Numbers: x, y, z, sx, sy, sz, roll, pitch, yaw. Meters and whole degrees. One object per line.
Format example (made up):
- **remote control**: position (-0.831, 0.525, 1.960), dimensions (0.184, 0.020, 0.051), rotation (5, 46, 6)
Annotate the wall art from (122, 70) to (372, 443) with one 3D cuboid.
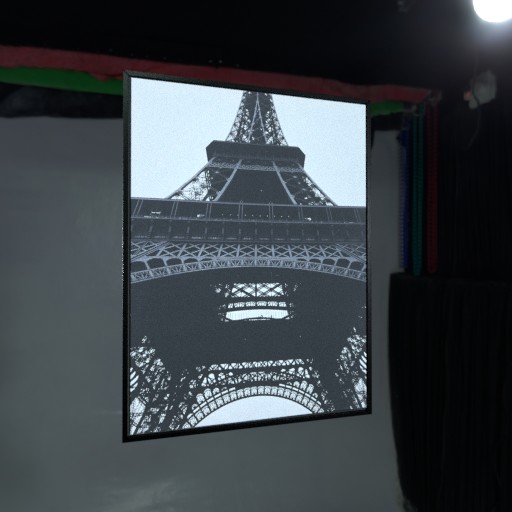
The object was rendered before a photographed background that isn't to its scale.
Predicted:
- **wall art**: position (0.000, 0.000, 1.397), dimensions (0.805, 1.062, 0.040), rotation (0, -1, -17)
